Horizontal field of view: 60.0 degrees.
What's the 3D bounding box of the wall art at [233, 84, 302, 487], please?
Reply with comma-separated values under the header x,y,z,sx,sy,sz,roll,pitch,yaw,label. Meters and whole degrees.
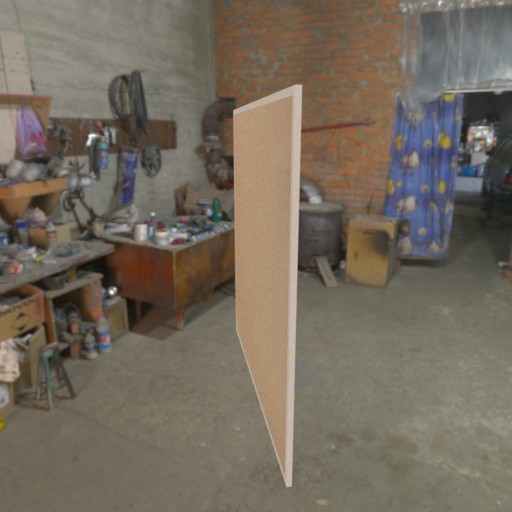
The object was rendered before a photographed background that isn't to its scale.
x,y,z,sx,sy,sz,roll,pitch,yaw,label
0.000,0.000,1.229,0.012,0.809,0.809,-3,16,-10,wall art
